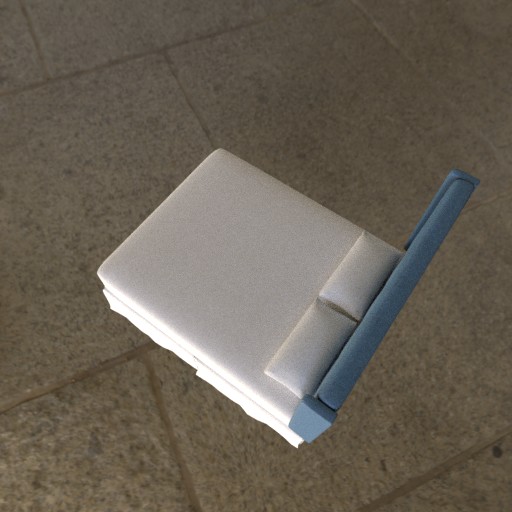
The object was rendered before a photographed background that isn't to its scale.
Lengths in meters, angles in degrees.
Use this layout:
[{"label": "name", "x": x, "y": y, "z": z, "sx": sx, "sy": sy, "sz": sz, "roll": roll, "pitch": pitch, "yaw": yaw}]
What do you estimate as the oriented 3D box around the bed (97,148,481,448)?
[{"label": "bed", "x": 0.000, "y": 0.000, "z": 3.314, "sx": 2.078, "sy": 1.665, "sz": 1.719, "roll": 33, "pitch": 67, "yaw": 16}]
